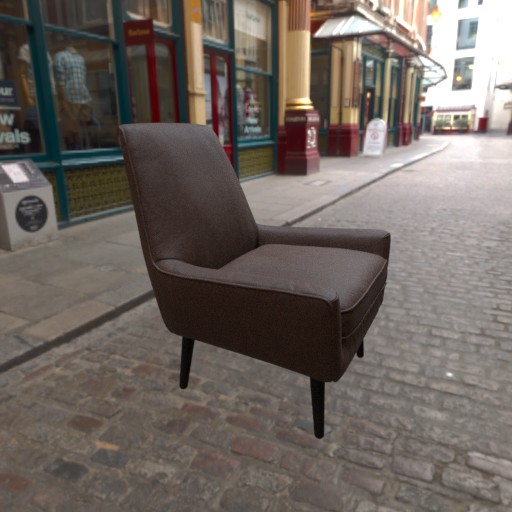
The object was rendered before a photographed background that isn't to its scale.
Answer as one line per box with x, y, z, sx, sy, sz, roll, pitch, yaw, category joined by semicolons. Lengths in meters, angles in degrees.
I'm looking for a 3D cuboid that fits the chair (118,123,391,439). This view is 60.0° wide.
0.000;0.000;1.542;0.824;0.888;0.787;8;18;25;chair
